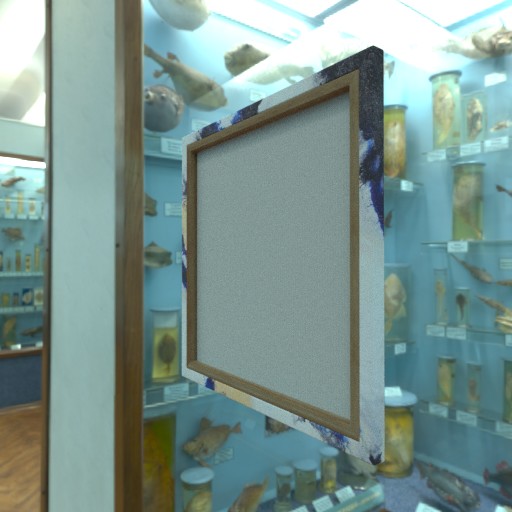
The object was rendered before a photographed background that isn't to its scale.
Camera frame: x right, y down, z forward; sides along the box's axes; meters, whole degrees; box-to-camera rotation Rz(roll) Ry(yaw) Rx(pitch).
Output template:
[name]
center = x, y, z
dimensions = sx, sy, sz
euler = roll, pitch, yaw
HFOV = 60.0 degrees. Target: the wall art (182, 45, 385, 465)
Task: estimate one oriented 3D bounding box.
[wall art]
center = 0.000, 0.000, 1.298
dimensions = 0.038, 0.885, 0.887
euler = 0, 0, -36
